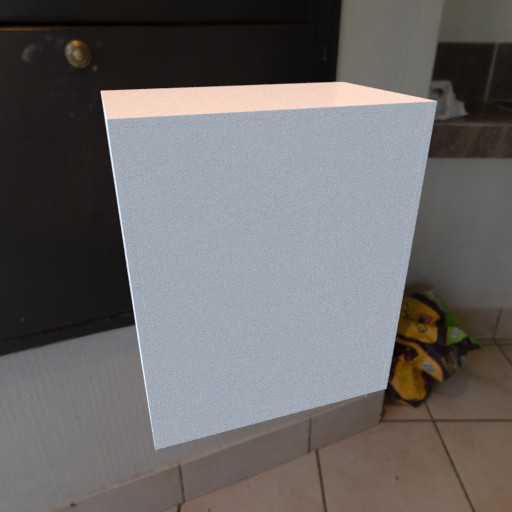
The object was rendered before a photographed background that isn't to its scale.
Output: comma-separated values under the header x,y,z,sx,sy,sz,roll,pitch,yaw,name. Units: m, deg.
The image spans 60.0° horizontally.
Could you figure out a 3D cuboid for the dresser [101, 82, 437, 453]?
x,y,z,sx,sy,sz,roll,pitch,yaw,name
0.000,0.000,1.166,0.650,0.800,0.400,-9,28,-16,dresser
